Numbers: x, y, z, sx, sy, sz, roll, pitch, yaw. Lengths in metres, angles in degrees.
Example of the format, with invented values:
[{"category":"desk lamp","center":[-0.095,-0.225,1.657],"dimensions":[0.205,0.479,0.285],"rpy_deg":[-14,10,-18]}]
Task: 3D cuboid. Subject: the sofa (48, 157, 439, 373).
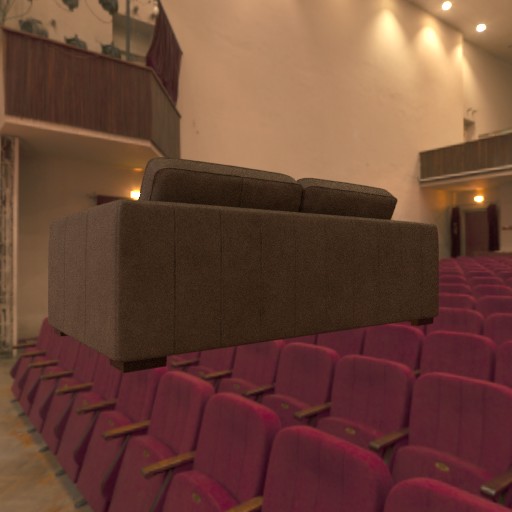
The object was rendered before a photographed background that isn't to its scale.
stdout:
[{"category":"sofa","center":[0.000,0.000,2.438],"dimensions":[1.920,0.800,1.070],"rpy_deg":[0,0,-37]}]
